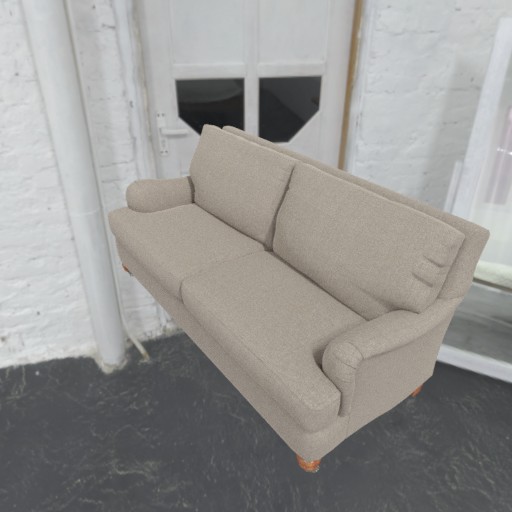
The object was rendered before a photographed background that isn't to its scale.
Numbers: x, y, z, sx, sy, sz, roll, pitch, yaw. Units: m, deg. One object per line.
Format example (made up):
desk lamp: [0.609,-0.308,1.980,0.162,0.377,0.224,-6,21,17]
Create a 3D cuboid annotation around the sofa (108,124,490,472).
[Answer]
sofa: [0.000,0.000,2.658,1.087,1.054,2.160,-22,38,-31]
